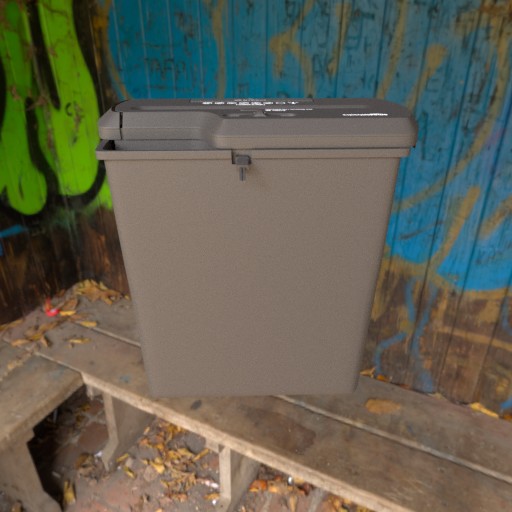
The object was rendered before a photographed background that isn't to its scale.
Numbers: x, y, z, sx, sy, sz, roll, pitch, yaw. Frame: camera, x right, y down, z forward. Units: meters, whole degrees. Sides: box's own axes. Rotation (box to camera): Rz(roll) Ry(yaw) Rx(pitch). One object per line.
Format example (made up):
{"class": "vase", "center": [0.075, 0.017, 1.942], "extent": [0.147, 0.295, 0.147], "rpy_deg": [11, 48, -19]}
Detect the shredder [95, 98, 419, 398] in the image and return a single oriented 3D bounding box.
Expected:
{"class": "shredder", "center": [0.000, 0.000, 0.509], "extent": [0.320, 0.335, 0.170], "rpy_deg": [-1, 28, -2]}
